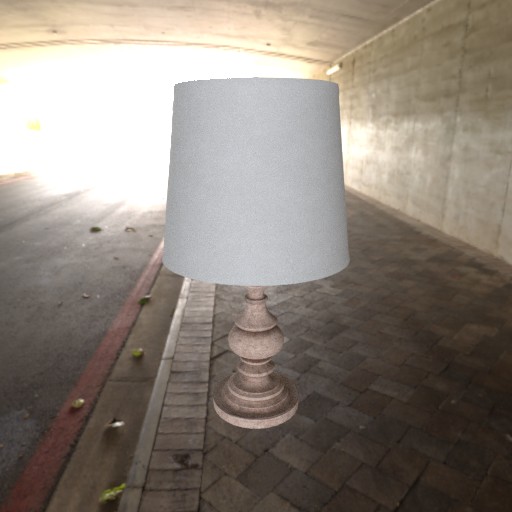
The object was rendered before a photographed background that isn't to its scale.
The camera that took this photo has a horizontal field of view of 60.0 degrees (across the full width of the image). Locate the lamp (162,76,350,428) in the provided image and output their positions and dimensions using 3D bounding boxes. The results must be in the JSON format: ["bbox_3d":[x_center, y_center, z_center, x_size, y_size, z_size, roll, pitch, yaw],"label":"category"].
[{"bbox_3d":[0.000,0.000,0.658,0.273,0.497,0.273,0,16,0],"label":"lamp"}]
